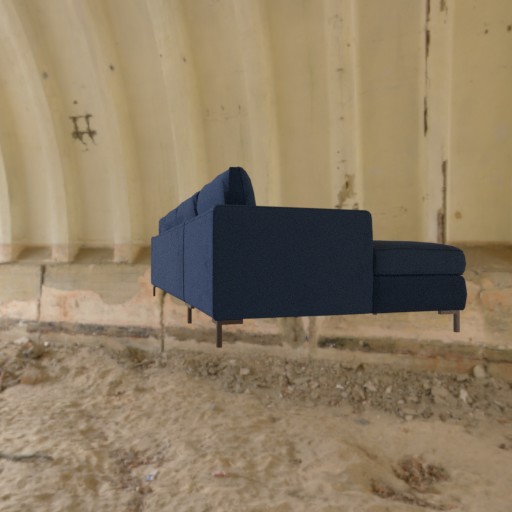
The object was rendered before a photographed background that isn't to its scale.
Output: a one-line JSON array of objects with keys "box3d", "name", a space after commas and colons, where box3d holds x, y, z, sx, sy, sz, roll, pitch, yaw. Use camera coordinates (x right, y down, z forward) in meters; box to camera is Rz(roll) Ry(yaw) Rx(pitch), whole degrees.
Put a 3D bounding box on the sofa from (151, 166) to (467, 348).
[{"box3d": [0.000, 0.000, 2.882, 1.128, 0.679, 2.450, 0, -1, -19], "name": "sofa"}]
